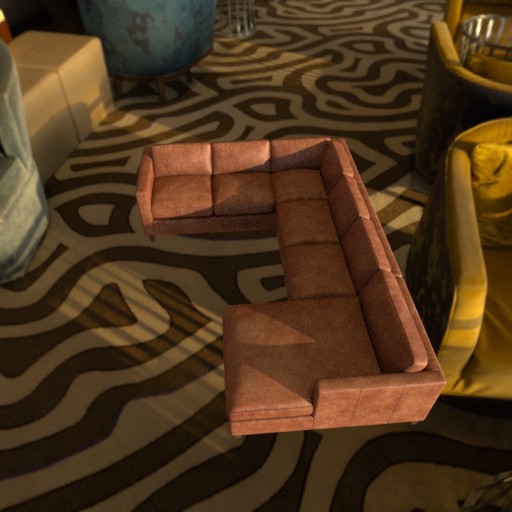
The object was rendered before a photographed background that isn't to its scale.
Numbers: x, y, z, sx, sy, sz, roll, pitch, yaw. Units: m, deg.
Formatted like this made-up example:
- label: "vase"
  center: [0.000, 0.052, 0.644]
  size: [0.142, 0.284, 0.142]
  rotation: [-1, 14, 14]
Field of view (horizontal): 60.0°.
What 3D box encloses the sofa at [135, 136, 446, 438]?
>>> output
- label: "sofa"
  center: [0.000, 0.000, 4.426]
  size: [2.452, 0.888, 3.324]
  rotation: [-3, 45, -3]
